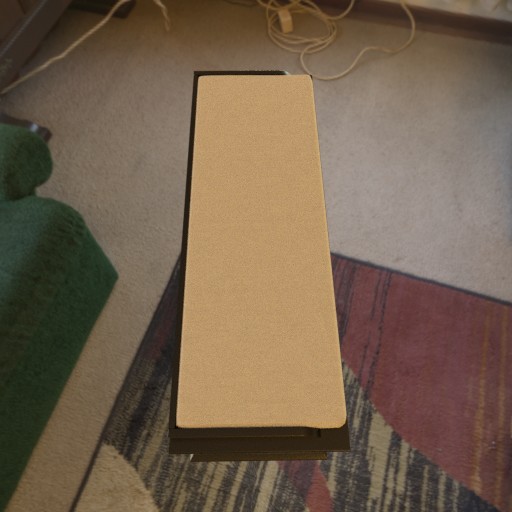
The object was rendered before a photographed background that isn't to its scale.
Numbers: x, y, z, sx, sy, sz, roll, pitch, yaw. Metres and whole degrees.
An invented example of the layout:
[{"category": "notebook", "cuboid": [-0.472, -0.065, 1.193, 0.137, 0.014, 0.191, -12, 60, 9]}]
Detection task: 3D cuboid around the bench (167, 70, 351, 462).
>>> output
[{"category": "bench", "cuboid": [0.000, 0.000, 1.426, 0.402, 0.501, 1.185, -1, 63, 0]}]
